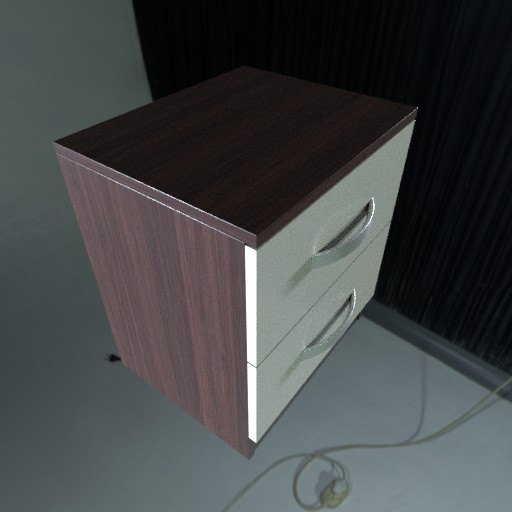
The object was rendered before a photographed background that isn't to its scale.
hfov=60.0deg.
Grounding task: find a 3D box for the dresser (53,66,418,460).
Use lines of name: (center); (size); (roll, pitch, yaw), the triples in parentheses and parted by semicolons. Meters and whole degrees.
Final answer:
dresser: (0.000, 0.000, 0.765); (0.360, 0.470, 0.400); (26, 46, 28)
